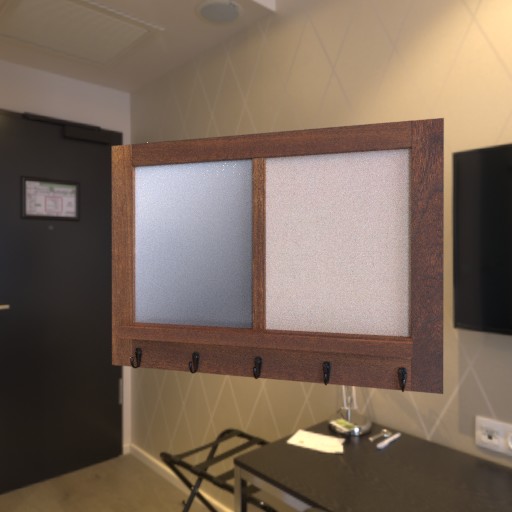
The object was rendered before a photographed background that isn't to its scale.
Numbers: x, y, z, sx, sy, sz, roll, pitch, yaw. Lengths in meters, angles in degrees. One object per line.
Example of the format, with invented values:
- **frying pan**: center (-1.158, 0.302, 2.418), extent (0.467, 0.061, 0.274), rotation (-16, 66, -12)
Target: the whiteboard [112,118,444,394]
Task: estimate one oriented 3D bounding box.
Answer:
- **whiteboard**: center (0.000, 0.000, 0.995), extent (0.783, 0.559, 0.083), rotation (0, 0, 17)
